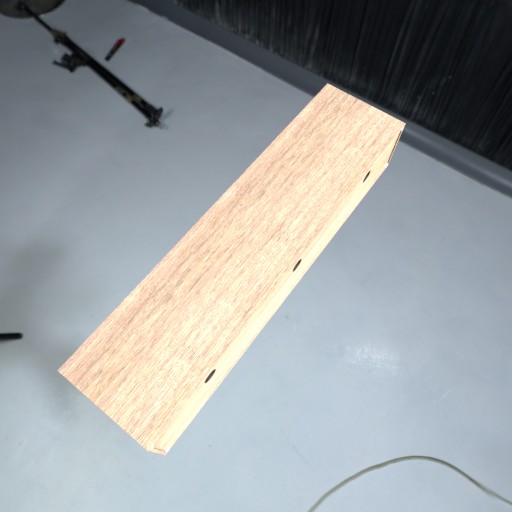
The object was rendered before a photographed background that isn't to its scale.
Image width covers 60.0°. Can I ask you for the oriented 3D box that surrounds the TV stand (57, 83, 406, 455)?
[{"bbox_3d":[0.000,0.000,1.717,0.366,0.409,1.482,34,68,16],"label":"TV stand"}]
